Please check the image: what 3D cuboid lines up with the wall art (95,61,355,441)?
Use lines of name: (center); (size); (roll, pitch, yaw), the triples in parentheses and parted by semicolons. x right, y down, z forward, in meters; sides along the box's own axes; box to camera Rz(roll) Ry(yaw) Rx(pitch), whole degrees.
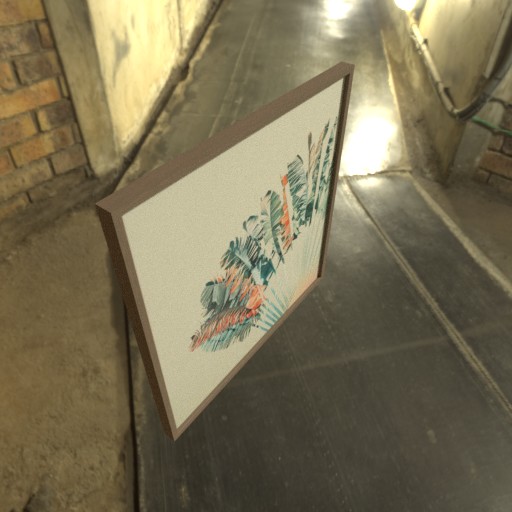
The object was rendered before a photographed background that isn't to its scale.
wall art: (0.000, 0.000, 1.148); (0.038, 0.758, 0.761); (27, 49, 26)
